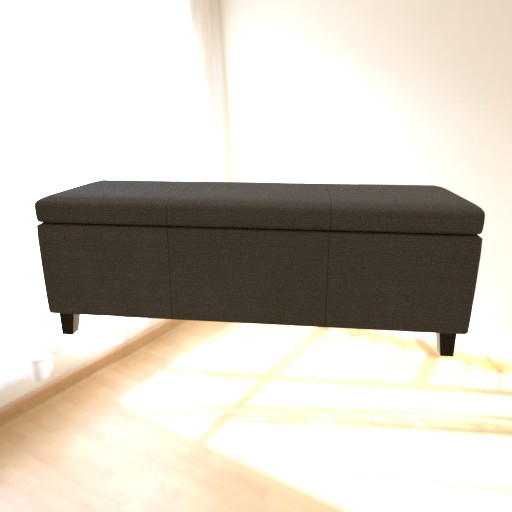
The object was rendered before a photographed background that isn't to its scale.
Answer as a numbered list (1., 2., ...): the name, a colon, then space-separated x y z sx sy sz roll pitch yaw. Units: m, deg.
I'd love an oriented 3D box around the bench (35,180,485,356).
1. bench: 0.000 0.000 1.465 1.269 0.438 0.446 2 18 6
